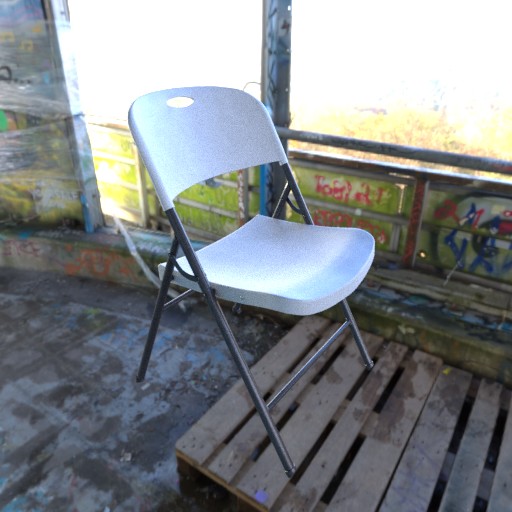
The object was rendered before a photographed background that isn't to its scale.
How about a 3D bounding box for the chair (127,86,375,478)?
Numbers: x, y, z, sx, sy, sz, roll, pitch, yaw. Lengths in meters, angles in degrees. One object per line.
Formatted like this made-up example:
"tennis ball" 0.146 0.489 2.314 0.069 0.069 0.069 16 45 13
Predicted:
"chair" 0.000 0.000 1.184 0.566 0.810 0.494 18 32 32
